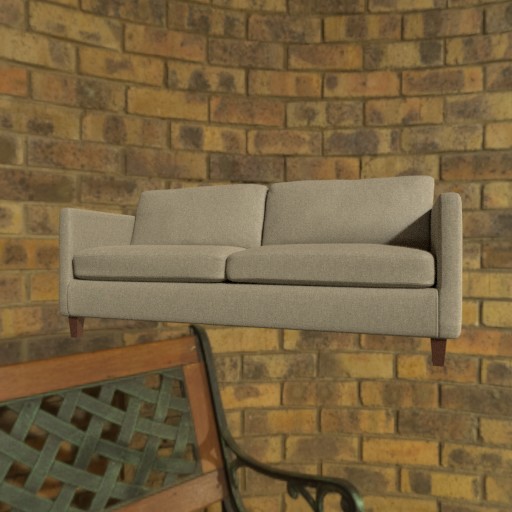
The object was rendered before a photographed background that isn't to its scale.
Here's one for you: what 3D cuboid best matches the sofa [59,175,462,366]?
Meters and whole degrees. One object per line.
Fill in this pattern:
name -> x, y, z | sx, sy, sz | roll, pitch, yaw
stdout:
sofa -> 0.000, 0.000, 2.688 | 2.208, 0.963, 0.956 | 0, 1, 19
